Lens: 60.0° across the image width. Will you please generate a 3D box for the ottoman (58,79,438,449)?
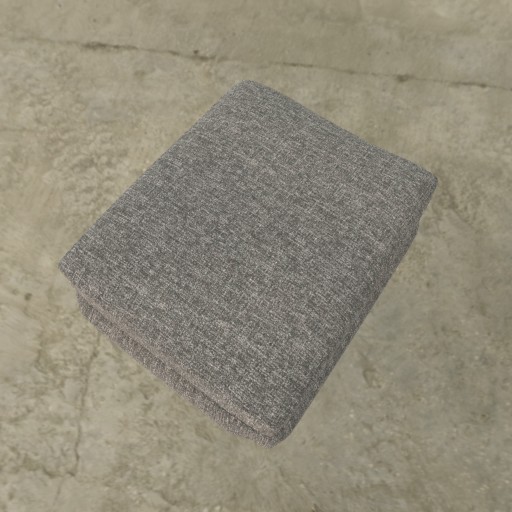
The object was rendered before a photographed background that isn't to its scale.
[{"bbox_3d":[0.000,0.000,1.247,0.683,0.480,0.828,33,68,15],"label":"ottoman"}]
